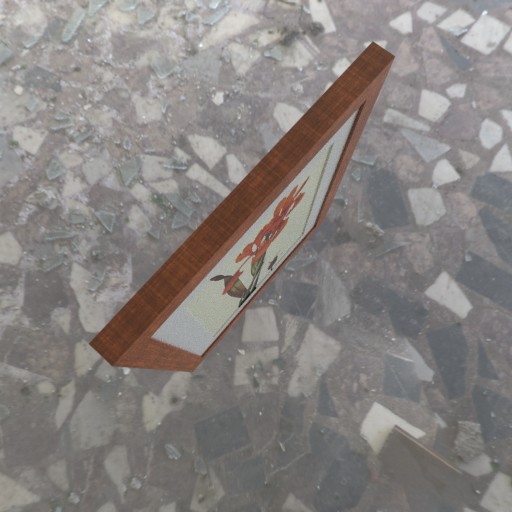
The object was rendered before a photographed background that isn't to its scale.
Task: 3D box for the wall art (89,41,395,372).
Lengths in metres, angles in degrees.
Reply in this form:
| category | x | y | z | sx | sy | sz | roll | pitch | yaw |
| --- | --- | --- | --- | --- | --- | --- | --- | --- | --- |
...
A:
| category | x | y | z | sx | sy | sz | roll | pitch | yaw |
| --- | --- | --- | --- | --- | --- | --- | --- | --- | --- |
| wall art | 0.000 | 0.000 | 0.752 | 0.033 | 0.567 | 0.467 | 40 | 78 | 10 |
